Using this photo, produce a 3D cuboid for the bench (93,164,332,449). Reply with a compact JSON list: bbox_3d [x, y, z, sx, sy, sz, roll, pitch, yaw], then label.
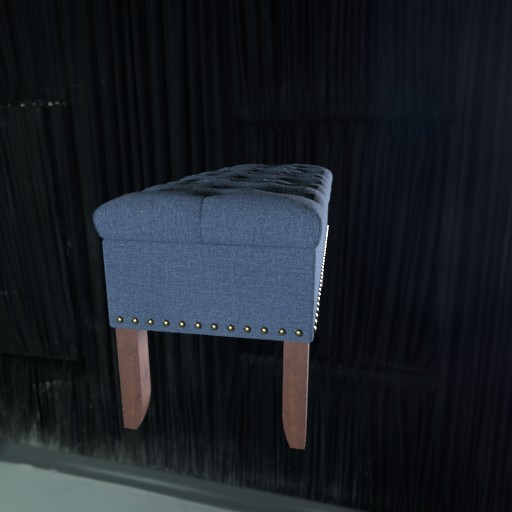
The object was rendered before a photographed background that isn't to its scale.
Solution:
[{"bbox_3d":[0.000,0.000,1.306,0.417,0.492,1.052,3,15,10],"label":"bench"}]
